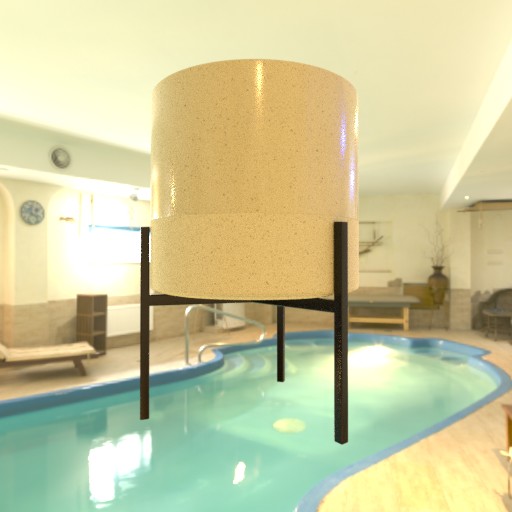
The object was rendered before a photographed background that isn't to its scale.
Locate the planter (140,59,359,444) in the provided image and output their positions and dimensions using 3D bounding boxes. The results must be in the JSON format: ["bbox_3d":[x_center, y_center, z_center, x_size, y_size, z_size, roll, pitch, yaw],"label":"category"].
[{"bbox_3d":[0.000,0.000,0.336,0.152,0.230,0.159,0,-1,18],"label":"planter"}]
